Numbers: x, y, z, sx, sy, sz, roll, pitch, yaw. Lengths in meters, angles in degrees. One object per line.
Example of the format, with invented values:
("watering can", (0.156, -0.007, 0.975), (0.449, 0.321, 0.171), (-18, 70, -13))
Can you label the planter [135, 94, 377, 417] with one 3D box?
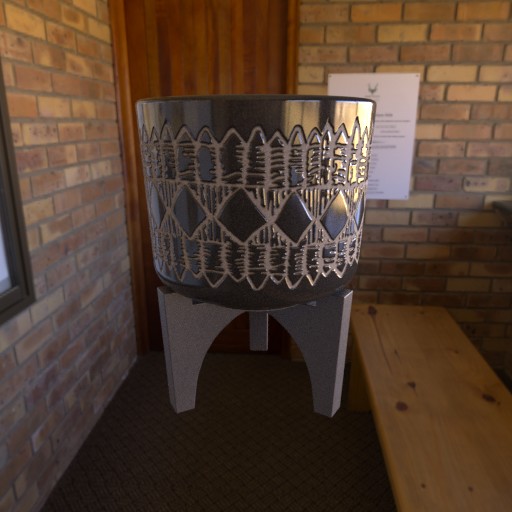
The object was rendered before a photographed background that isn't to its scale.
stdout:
("planter", (0.000, 0.000, 0.269), (0.129, 0.177, 0.129), (0, 16, 0))
